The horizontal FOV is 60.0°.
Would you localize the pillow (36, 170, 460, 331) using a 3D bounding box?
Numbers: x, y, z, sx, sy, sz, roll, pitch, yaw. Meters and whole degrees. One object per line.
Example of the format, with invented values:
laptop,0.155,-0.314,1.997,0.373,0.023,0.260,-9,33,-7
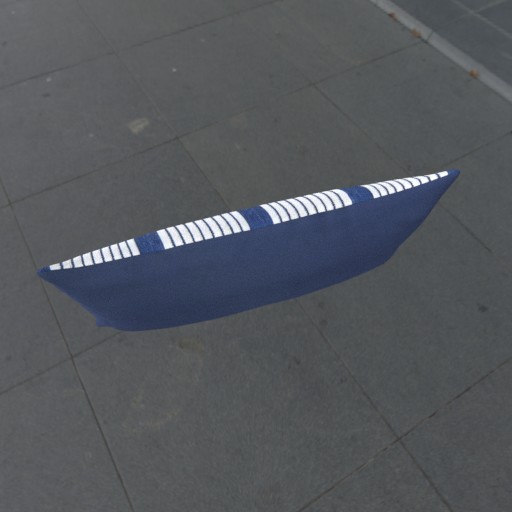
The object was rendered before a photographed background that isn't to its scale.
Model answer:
pillow,0.000,0.000,0.744,0.608,0.292,0.156,-14,59,-9
